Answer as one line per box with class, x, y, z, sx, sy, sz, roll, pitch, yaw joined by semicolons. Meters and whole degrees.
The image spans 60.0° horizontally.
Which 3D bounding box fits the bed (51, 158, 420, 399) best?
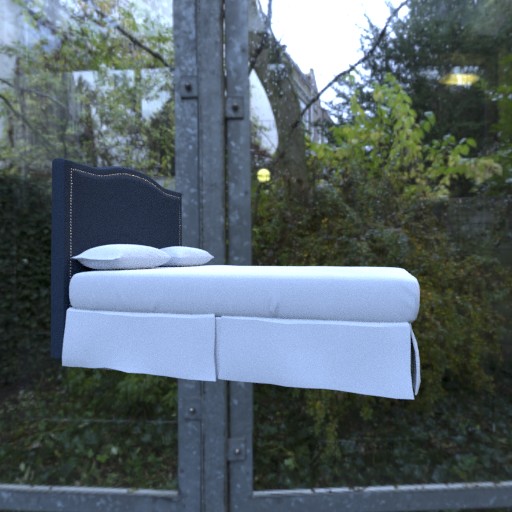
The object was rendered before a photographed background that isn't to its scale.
bed;0.000;0.000;3.370;2.282;1.436;1.821;0;0;17
